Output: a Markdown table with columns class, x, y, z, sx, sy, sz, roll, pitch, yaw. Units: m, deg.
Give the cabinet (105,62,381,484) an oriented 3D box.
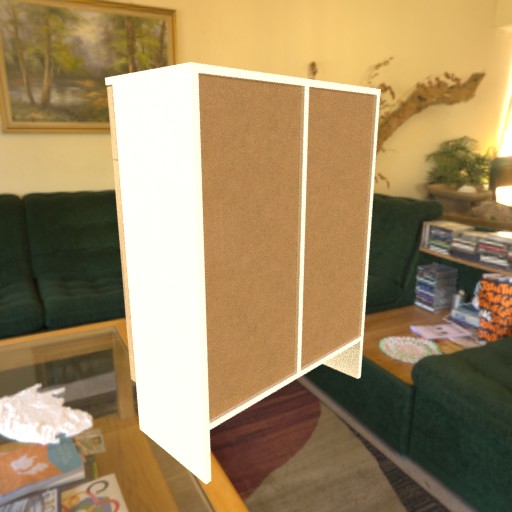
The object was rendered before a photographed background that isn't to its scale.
| class | x | y | z | sx | sy | sz | roll | pitch | yaw |
| --- | --- | --- | --- | --- | --- | --- | --- | --- | --- |
| cabinet | 0.000 | 0.000 | 1.123 | 0.296 | 0.815 | 0.600 | 14 | 21 | 43 |
